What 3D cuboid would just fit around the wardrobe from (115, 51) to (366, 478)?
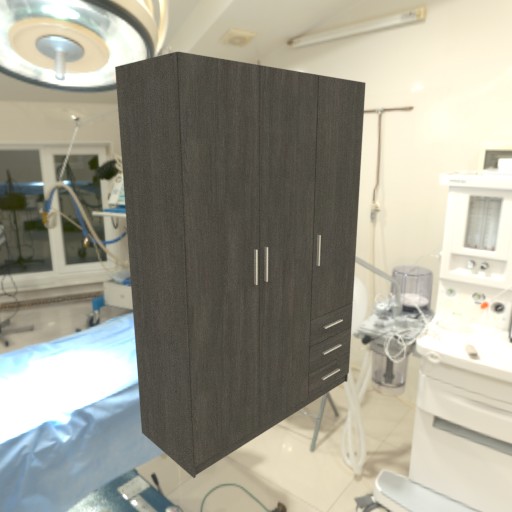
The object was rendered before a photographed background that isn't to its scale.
[{"bbox_3d":[0.000,0.000,2.509,1.290,1.910,0.510,-14,20,-43],"label":"wardrobe"}]
